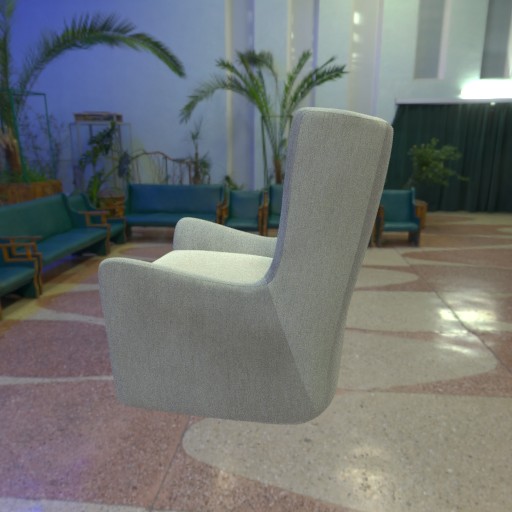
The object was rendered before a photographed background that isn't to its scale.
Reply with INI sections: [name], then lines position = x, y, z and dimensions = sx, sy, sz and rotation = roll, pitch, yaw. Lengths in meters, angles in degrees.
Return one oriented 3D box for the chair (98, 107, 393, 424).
[chair]
position = 0.000, 0.000, 1.651
dimensions = 0.904, 1.000, 0.779
rotation = 2, 15, 9
